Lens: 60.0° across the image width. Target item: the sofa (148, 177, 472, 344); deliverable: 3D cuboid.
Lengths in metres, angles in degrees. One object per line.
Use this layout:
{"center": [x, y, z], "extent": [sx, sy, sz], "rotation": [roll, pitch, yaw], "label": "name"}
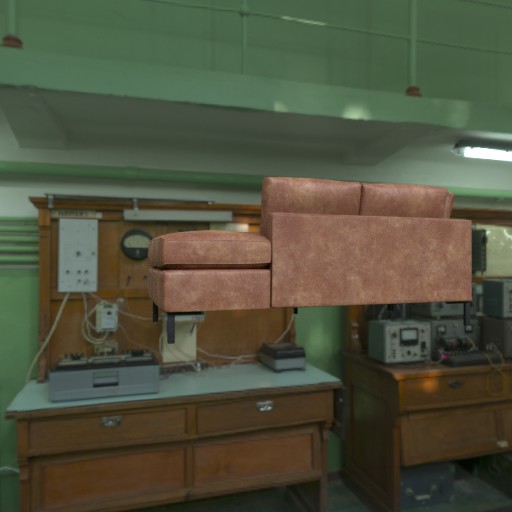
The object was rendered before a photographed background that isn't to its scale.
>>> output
{"center": [0.000, 0.000, 3.863], "extent": [1.938, 0.877, 2.984], "rotation": [0, 0, -18], "label": "sofa"}
